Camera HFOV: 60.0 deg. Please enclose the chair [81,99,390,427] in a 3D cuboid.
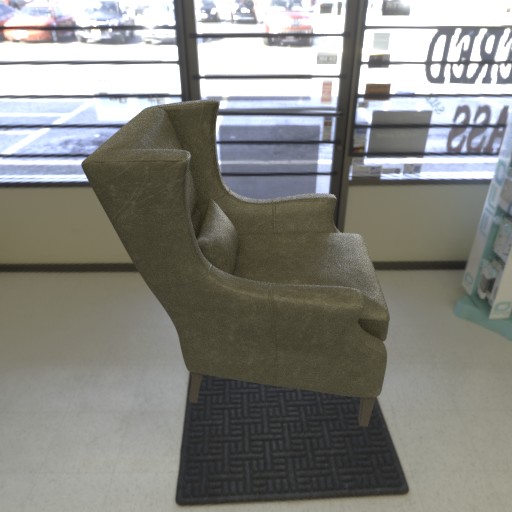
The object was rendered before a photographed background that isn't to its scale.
[{"bbox_3d":[0.000,0.000,1.702,0.926,1.016,0.853,1,31,2],"label":"chair"}]
